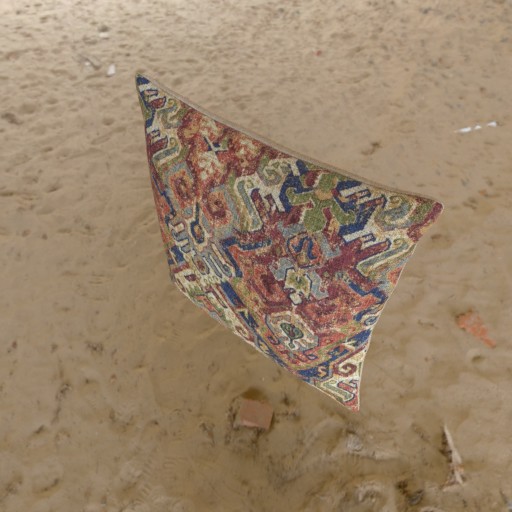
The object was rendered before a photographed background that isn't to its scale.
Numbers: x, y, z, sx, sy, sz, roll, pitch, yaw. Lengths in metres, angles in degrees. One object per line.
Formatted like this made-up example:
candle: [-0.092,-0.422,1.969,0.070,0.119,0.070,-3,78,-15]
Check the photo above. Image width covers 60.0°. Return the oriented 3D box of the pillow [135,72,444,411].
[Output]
pillow: [0.000,0.000,0.775,0.523,0.506,0.166,31,54,26]
